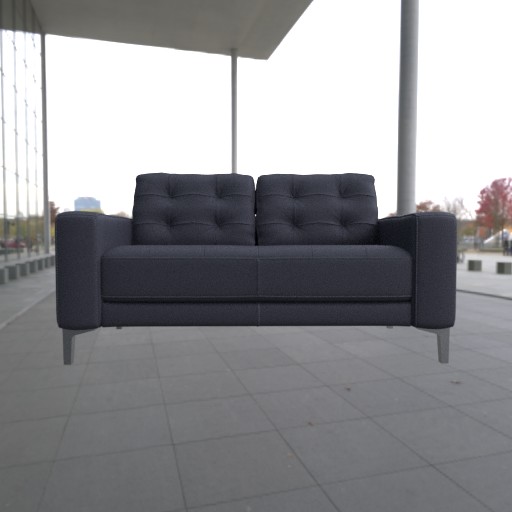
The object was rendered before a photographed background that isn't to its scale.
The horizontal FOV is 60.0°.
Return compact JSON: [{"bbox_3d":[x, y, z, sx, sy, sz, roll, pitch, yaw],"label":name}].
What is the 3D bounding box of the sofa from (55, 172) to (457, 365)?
[{"bbox_3d":[0.000,0.000,2.260,1.726,0.893,0.833,0,2,-1],"label":"sofa"}]
